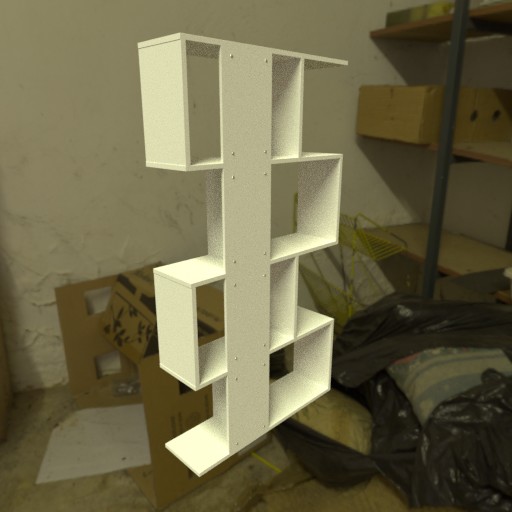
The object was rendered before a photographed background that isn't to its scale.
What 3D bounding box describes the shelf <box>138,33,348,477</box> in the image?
[{"bbox_3d":[0.000,0.000,1.963,0.890,1.650,0.250,-16,22,-42],"label":"shelf"}]
